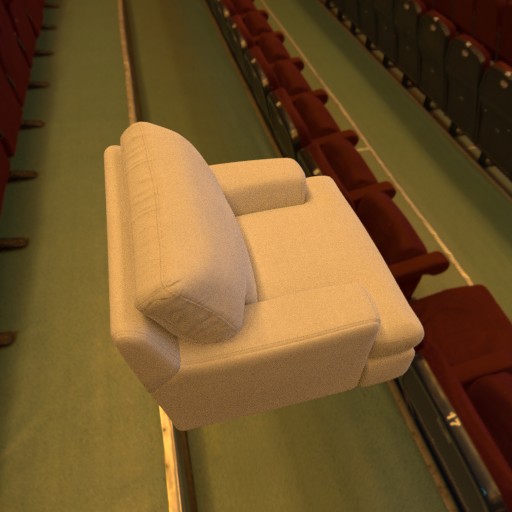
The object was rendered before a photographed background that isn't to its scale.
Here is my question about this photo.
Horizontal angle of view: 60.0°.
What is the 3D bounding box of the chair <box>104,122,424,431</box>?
[{"bbox_3d":[0.000,0.000,1.986,1.158,0.930,1.140,-11,48,-10],"label":"chair"}]
